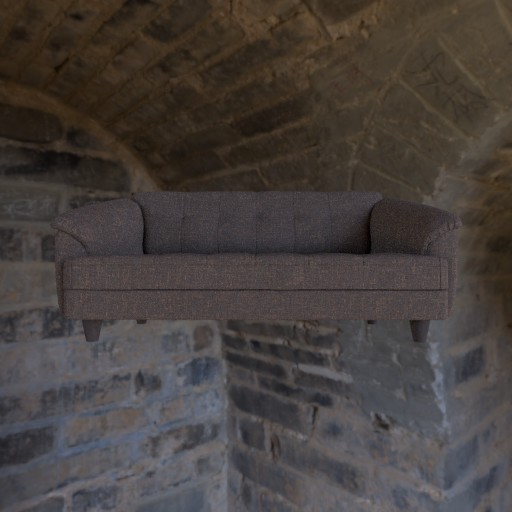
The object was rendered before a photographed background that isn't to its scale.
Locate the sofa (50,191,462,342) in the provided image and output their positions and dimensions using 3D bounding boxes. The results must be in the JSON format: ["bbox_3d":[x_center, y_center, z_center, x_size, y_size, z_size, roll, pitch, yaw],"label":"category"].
[{"bbox_3d":[0.000,0.000,2.314,1.849,0.790,0.887,0,-1,1],"label":"sofa"}]
